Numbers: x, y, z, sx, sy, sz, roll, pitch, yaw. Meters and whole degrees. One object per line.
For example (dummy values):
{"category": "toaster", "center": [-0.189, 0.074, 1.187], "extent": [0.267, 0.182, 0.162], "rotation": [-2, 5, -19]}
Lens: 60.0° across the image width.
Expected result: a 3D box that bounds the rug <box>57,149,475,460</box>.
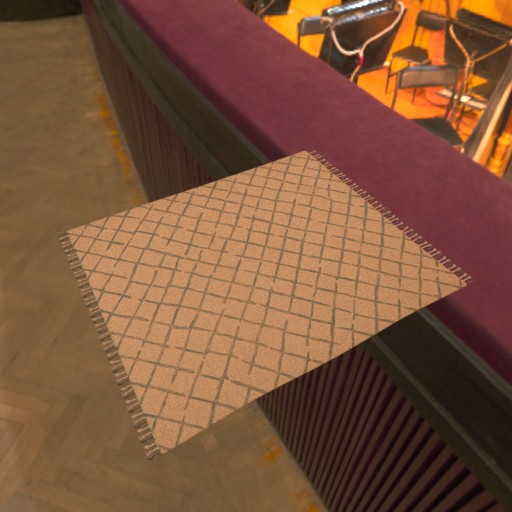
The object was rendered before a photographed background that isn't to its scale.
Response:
{"category": "rug", "center": [0.000, 0.000, 4.807], "extent": [3.585, 0.036, 2.892], "rotation": [-23, 50, -21]}
